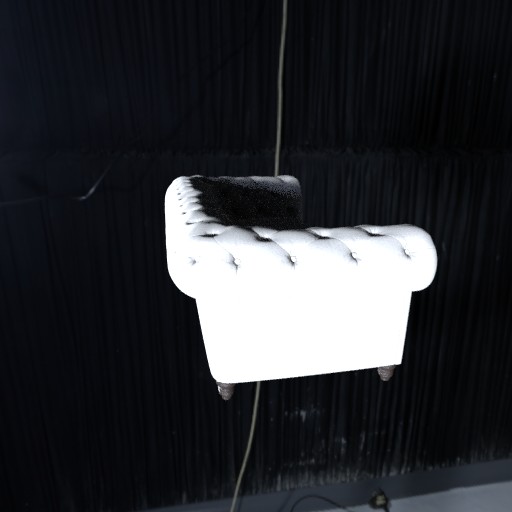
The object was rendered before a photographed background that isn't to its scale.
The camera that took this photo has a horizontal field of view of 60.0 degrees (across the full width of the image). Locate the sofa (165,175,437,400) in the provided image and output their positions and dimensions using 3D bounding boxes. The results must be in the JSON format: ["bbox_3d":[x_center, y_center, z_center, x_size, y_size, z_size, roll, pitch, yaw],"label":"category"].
[{"bbox_3d":[0.000,0.000,2.529,0.986,0.764,1.998,-3,17,-11],"label":"sofa"}]
